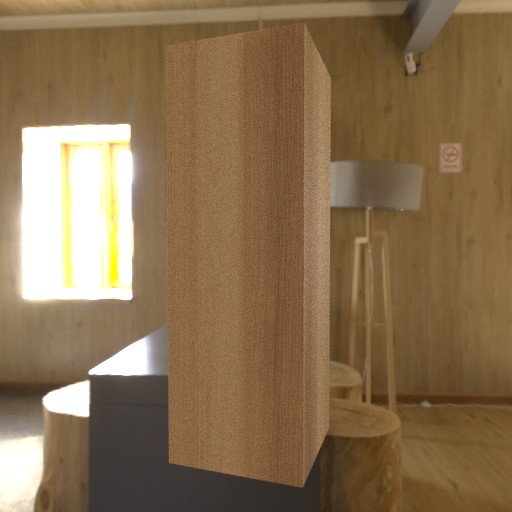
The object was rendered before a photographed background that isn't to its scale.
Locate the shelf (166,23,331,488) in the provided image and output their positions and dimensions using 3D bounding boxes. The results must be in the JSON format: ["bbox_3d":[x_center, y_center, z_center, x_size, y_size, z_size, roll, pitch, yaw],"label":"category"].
[{"bbox_3d":[0.000,0.000,1.015,0.290,0.872,0.290,1,2,19],"label":"shelf"}]
